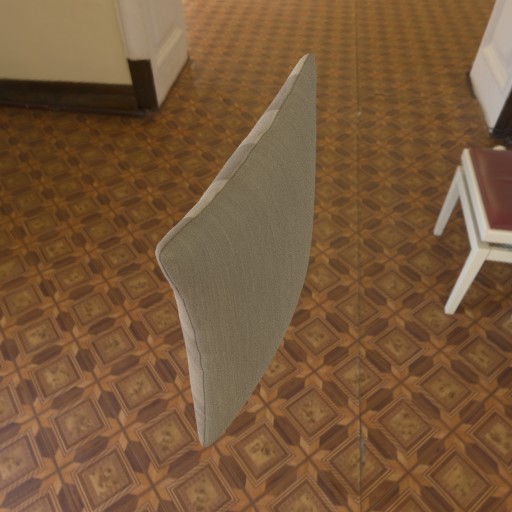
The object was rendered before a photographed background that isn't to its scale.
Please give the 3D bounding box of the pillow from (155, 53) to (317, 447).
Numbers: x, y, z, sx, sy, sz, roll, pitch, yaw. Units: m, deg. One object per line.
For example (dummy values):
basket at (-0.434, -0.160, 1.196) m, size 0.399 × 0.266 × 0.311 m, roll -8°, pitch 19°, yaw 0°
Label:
pillow at (0.000, 0.000, 0.777) m, size 0.161 × 0.509 × 0.511 m, roll 16°, pitch 49°, yaw 15°
